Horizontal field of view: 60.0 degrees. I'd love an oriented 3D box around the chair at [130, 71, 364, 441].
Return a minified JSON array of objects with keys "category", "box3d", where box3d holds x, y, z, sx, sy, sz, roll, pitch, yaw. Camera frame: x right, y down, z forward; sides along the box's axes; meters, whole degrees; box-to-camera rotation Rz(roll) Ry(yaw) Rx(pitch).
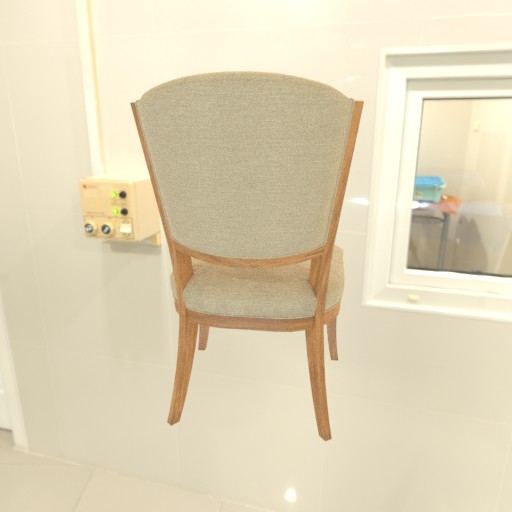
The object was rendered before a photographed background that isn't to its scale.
[{"category":"chair","box3d":[0.000,0.000,1.237,0.513,0.905,0.584,3,17,8]}]
